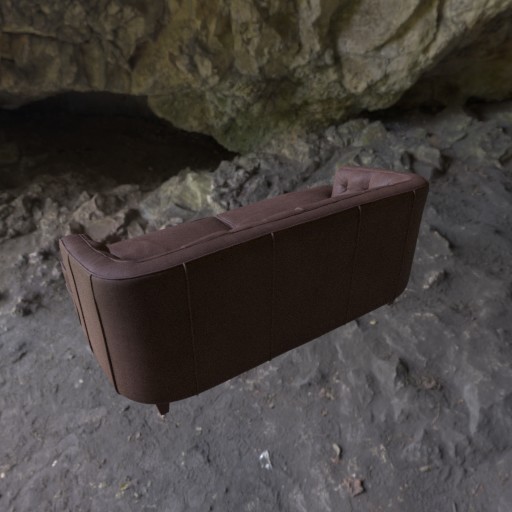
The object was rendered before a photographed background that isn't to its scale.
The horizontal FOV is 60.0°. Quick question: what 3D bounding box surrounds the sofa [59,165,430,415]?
[{"bbox_3d":[0.000,0.000,2.300,1.767,0.799,0.917,-19,36,-28],"label":"sofa"}]
